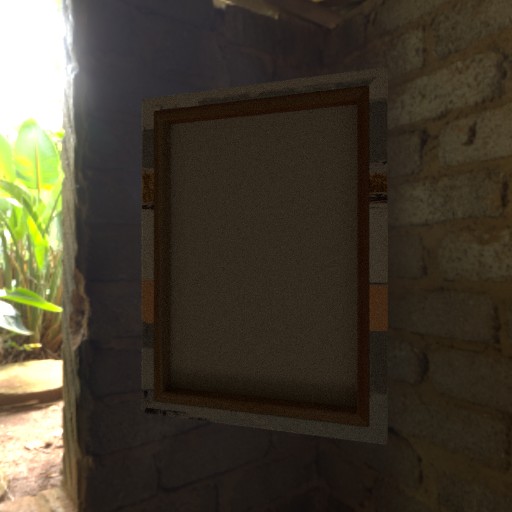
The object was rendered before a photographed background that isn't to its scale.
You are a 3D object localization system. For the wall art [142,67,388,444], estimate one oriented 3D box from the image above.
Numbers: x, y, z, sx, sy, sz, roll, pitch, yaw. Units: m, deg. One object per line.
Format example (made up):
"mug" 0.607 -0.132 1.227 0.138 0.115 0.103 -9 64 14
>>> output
"wall art" 0.000 0.000 0.803 0.456 0.609 0.038 0 0 19
